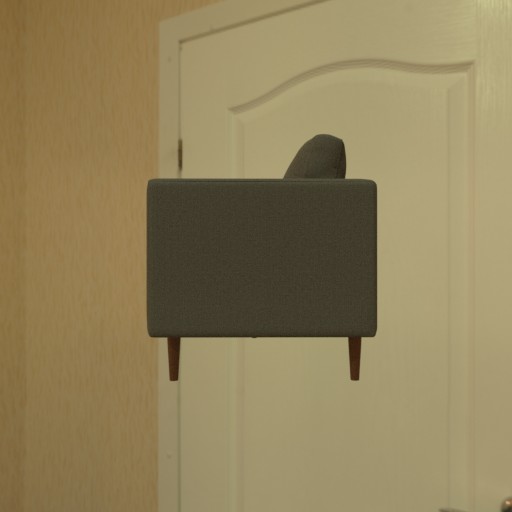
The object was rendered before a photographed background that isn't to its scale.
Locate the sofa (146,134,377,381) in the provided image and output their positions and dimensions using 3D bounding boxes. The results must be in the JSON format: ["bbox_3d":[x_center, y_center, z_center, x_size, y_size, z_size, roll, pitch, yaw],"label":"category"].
[{"bbox_3d":[0.000,0.000,2.478,0.802,0.912,2.029,0,0,0],"label":"sofa"}]
